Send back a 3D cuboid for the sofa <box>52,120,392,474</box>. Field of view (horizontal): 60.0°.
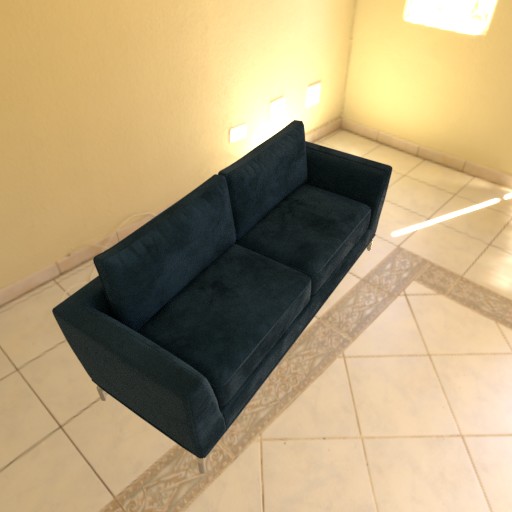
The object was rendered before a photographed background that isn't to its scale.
[{"bbox_3d":[0.000,0.000,2.750,0.853,0.998,2.212,24,46,25],"label":"sofa"}]
